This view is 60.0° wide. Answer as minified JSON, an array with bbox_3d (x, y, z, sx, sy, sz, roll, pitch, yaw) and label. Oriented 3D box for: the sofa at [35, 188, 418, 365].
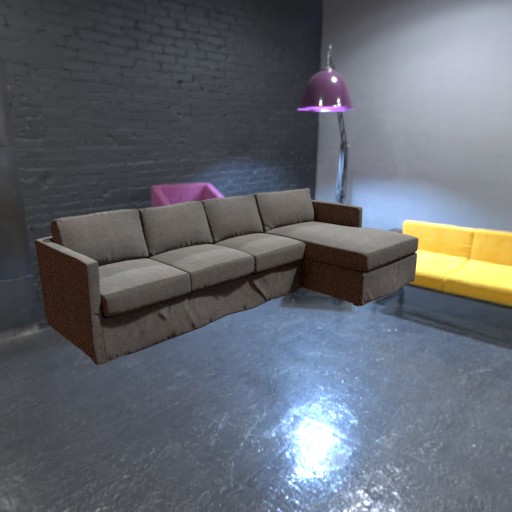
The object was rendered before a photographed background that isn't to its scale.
[{"bbox_3d":[0.000,0.000,3.999,3.205,0.922,1.650,-15,21,-43],"label":"sofa"}]
